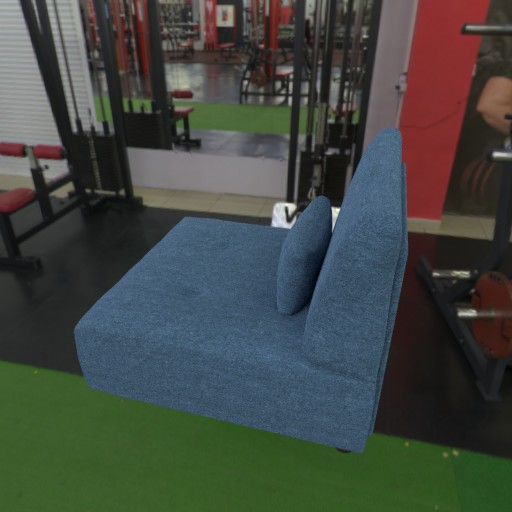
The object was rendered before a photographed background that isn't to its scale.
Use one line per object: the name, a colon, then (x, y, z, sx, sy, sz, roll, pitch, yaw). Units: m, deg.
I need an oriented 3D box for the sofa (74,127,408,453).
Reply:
sofa: (0.000, 0.000, 1.672, 1.000, 0.820, 0.930, 8, 30, 14)
